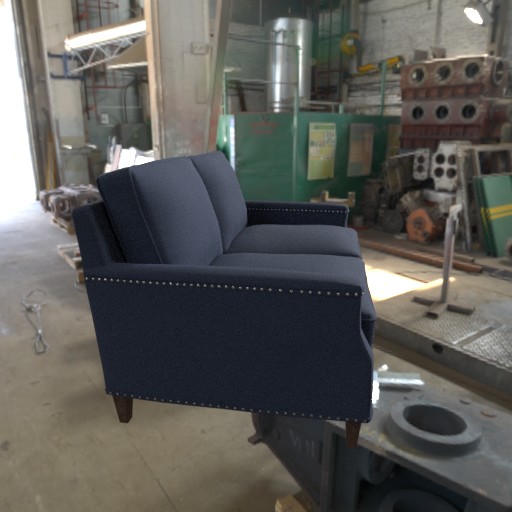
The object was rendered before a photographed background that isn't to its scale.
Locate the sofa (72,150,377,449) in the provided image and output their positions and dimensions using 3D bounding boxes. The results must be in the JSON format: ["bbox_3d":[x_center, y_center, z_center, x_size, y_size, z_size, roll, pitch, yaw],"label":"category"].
[{"bbox_3d":[0.000,0.000,2.255,1.084,1.003,1.597,3,16,9],"label":"sofa"}]
